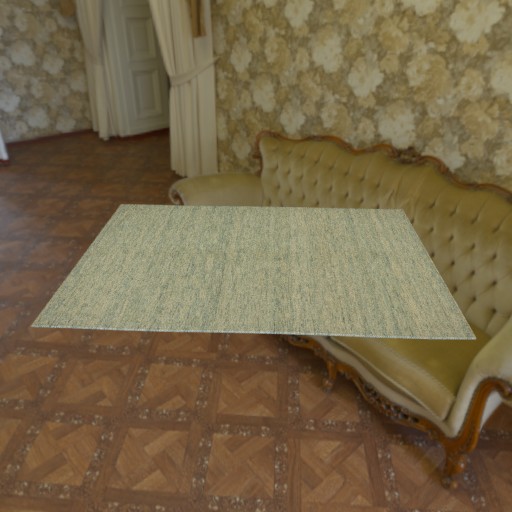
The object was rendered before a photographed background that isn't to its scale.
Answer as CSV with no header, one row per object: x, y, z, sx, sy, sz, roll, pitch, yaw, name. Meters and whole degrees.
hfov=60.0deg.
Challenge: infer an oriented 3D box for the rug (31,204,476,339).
0.000,0.000,2.925,2.283,0.013,1.547,1,31,2,rug
